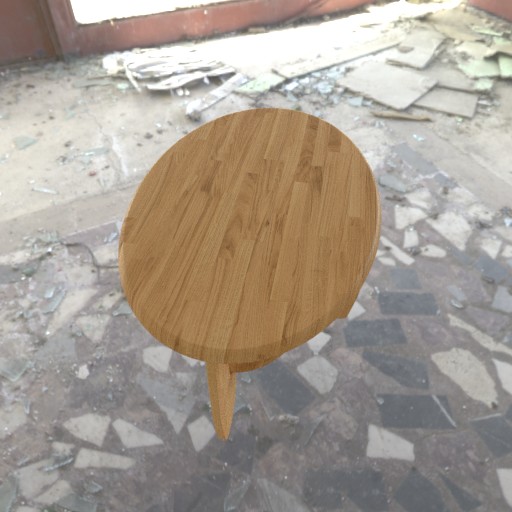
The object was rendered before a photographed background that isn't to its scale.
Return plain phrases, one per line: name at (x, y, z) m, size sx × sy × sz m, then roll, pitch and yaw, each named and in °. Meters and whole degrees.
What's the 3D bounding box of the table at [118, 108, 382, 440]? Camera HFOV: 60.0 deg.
table at (0.000, 0.000, 1.406) m, size 0.690 × 0.490 × 1.040 m, roll 8°, pitch 47°, yaw 7°
